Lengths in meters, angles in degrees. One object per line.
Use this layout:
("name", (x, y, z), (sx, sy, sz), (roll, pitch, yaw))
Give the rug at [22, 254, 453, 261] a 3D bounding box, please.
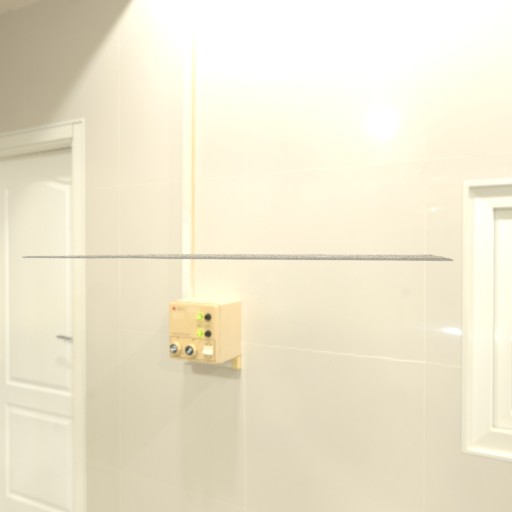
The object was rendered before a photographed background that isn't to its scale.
("rug", (0.000, 0.000, 4.356), (3.359, 0.020, 2.448), (0, 1, 19))
